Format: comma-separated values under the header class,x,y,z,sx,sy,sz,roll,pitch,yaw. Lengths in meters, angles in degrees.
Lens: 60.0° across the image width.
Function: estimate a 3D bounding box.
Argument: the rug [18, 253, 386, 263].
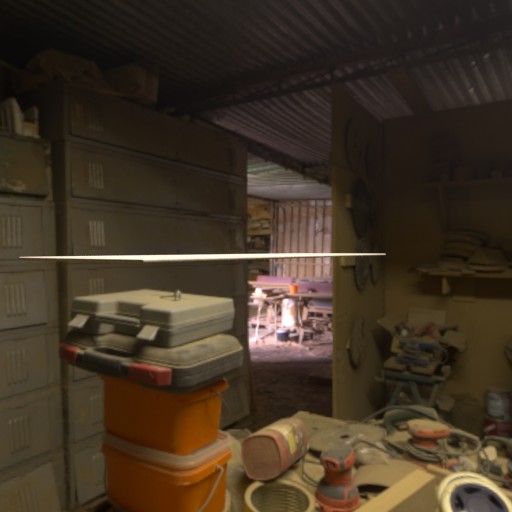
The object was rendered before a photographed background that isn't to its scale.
class,x,y,z,sx,sy,sz,roll,pitch,yaw
rug,0.000,0.000,2.661,0.793,0.014,2.450,1,1,34
